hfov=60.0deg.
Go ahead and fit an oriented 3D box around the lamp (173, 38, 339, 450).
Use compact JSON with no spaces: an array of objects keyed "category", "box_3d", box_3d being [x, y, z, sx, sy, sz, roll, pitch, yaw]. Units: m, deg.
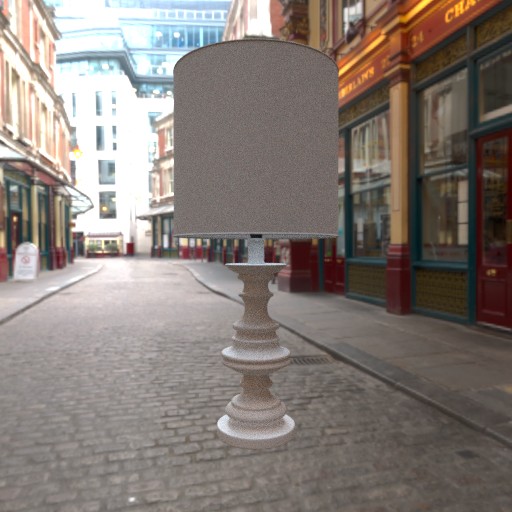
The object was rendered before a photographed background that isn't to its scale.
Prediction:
[{"category":"lamp","box_3d":[0.000,0.000,0.568,0.208,0.455,0.208,0,1,-16]}]
